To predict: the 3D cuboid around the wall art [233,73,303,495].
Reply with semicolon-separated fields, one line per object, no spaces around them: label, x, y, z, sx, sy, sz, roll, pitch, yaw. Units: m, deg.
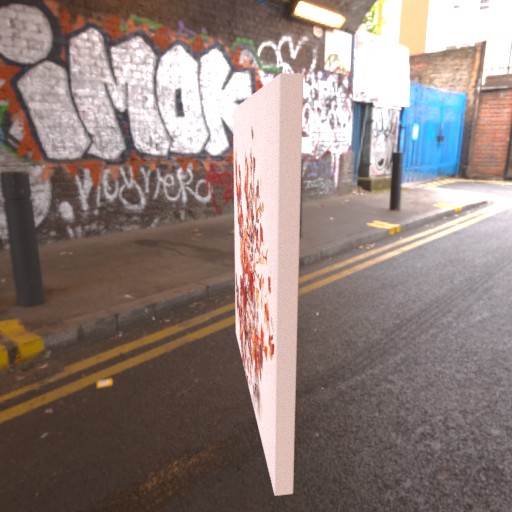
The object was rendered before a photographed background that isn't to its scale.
wall art;0.000;0.000;1.493;0.049;1.009;1.009;-2;15;-8
